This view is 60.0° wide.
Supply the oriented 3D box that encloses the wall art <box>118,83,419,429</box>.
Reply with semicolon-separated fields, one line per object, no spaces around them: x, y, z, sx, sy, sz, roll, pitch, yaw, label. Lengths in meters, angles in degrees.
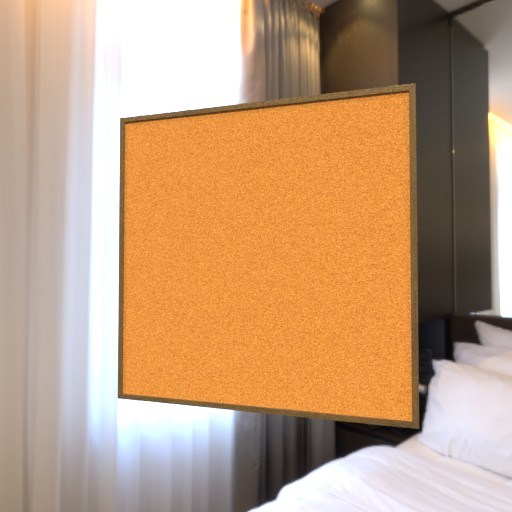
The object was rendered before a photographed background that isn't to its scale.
0.000;0.000;0.743;0.507;0.507;0.037;0;-2;17;wall art
